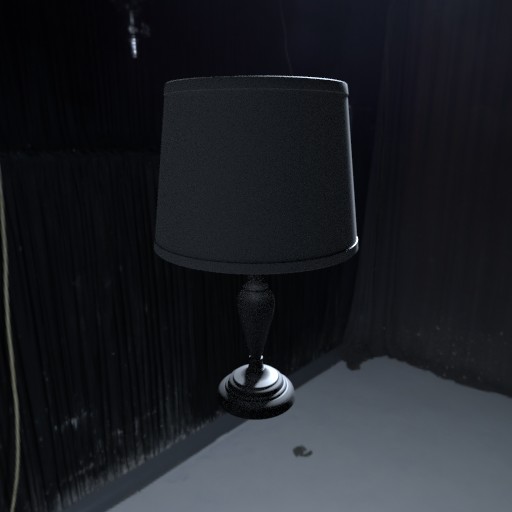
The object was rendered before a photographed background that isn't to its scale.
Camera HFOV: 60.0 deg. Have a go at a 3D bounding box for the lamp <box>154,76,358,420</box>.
[{"bbox_3d":[0.000,0.000,0.696,0.310,0.501,0.310,0,16,0],"label":"lamp"}]
